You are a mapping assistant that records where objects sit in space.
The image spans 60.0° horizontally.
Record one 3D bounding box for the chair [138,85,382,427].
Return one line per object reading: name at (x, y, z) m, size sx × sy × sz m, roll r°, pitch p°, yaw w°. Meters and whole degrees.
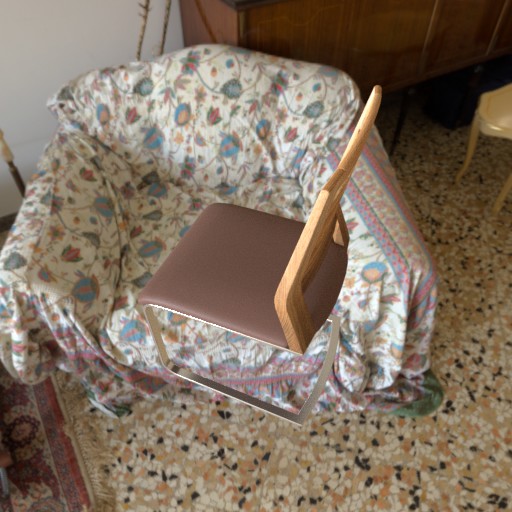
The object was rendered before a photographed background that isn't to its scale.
chair at (0.000, 0.000, 1.288) m, size 0.570 × 0.970 × 0.460 m, roll 17°, pitch 49°, yaw 15°
